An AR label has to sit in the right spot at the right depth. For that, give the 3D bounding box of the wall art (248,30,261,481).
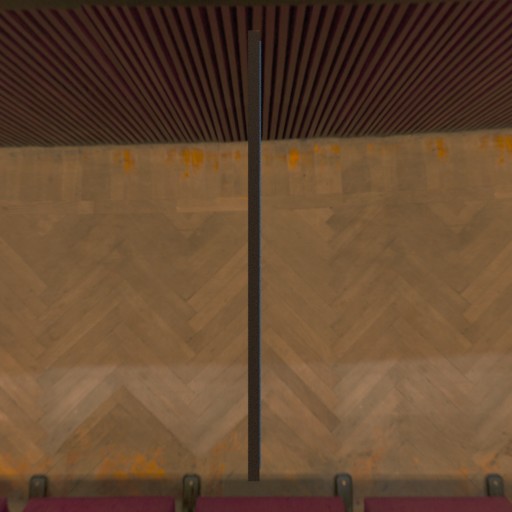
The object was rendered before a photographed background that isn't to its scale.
[{"bbox_3d":[0.000,0.000,0.679,0.013,0.457,0.458,0,90,0],"label":"wall art"}]
